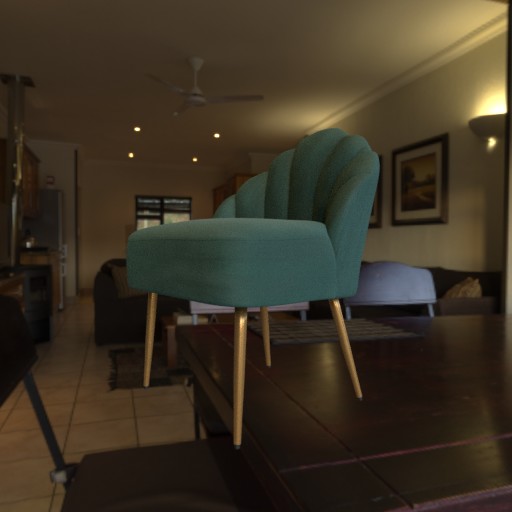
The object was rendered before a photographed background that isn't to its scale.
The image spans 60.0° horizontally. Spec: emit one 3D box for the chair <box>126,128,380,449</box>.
[{"bbox_3d":[0.000,0.000,1.291,0.599,0.819,0.657,-1,2,-37],"label":"chair"}]
